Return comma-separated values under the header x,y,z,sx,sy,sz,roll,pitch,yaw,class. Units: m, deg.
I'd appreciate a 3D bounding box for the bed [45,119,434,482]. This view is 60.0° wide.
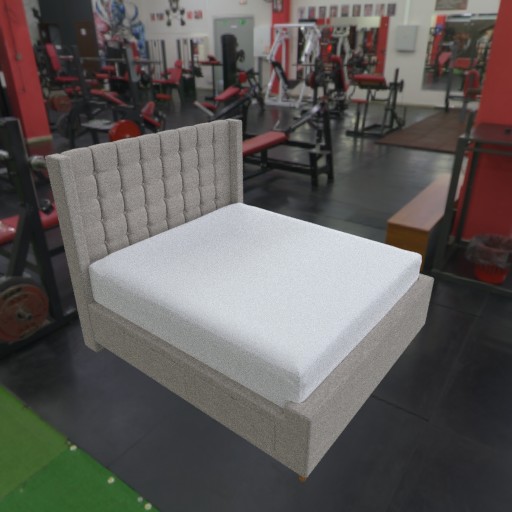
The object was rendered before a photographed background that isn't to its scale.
x,y,z,sx,sy,sz,roll,pitch,yaw,class
0.000,0.000,3.704,2.372,1.748,2.044,19,32,34,bed
